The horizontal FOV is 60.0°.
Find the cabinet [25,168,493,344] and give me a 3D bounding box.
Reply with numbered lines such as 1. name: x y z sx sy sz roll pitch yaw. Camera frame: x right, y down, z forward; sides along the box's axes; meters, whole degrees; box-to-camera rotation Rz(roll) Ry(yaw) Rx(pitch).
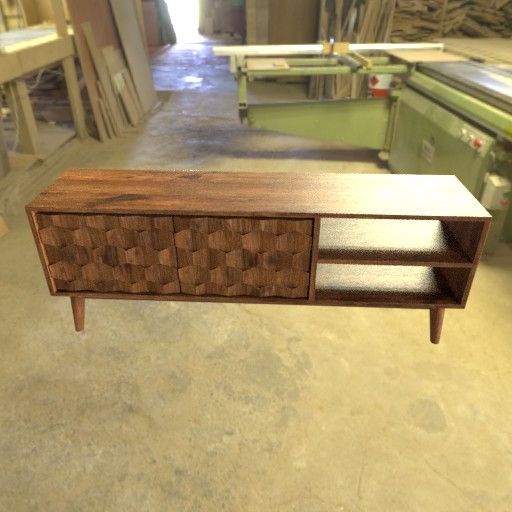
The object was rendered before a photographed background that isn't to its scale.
1. cabinet: 0.000 0.000 1.654 1.448 0.528 0.349 2 31 3
